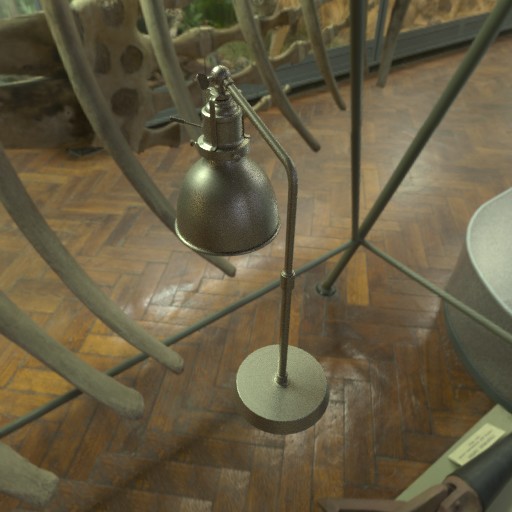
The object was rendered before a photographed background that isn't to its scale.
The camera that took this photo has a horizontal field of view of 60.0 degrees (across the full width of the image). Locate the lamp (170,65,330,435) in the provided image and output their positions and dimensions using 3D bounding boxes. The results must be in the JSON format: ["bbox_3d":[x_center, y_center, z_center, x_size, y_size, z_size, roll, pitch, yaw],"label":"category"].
[{"bbox_3d":[0.000,0.000,0.594,0.153,0.456,0.286,-25,46,-27],"label":"lamp"}]
